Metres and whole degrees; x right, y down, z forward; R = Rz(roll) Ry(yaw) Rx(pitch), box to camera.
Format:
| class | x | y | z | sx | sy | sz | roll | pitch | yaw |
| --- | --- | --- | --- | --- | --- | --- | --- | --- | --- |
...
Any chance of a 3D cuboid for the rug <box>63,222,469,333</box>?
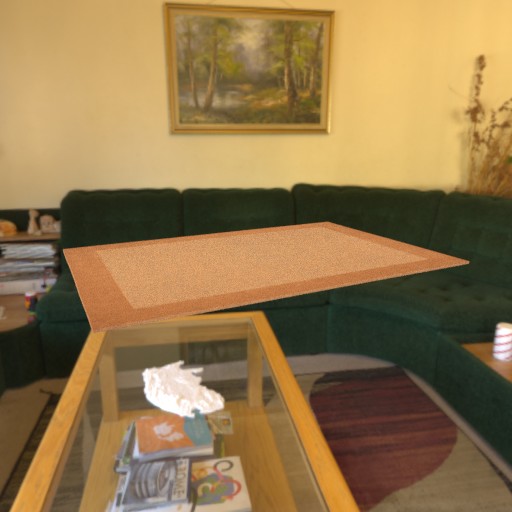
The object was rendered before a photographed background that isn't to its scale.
| class | x | y | z | sx | sy | sz | roll | pitch | yaw |
| --- | --- | --- | --- | --- | --- | --- | --- | --- | --- |
| rug | 0.000 | 0.000 | 2.382 | 1.829 | 0.014 | 1.219 | -8 | 17 | -26 |
